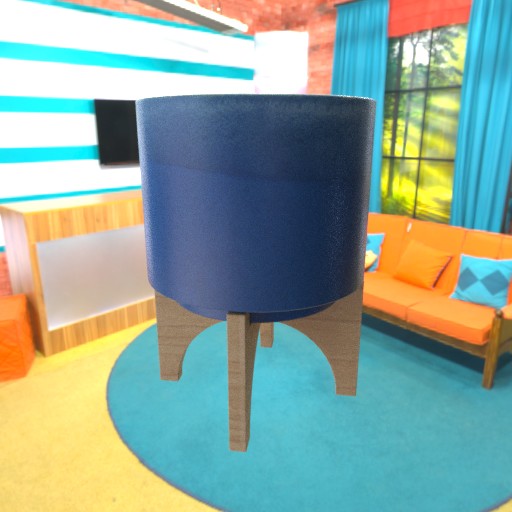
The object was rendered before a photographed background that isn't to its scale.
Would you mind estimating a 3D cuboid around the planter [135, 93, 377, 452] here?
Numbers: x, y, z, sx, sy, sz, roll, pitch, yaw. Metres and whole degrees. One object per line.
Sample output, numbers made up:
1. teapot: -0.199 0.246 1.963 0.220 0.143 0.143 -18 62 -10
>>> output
1. planter: 0.000 0.000 0.401 0.192 0.263 0.192 0 16 0
